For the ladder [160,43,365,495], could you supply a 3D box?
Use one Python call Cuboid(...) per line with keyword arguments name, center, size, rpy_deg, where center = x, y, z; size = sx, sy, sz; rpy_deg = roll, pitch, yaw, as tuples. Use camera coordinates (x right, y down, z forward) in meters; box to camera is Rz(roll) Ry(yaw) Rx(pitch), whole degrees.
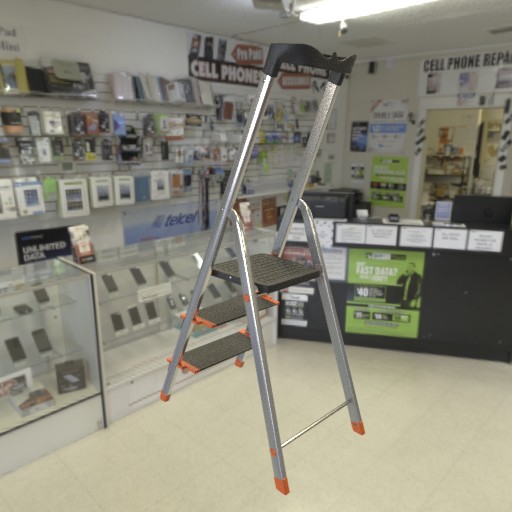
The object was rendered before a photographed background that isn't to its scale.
Cuboid(name="ladder", center=(0.000, 0.000, 1.499), size=(0.416, 1.229, 0.686), rpy_deg=(-14, 20, -41))
